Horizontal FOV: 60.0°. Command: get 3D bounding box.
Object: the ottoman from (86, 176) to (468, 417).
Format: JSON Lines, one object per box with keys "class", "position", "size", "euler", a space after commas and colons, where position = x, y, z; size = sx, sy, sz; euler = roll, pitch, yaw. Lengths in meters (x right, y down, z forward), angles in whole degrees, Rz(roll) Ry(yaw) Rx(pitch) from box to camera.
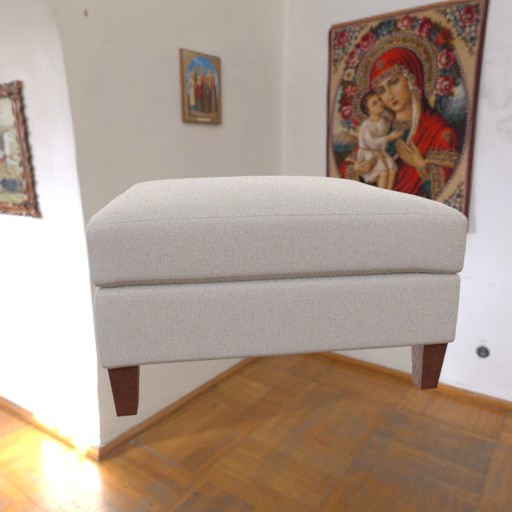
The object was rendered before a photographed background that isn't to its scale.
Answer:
{"class": "ottoman", "position": [0.000, 0.000, 1.413], "size": [0.836, 0.492, 0.976], "euler": [-2, 14, -9]}
